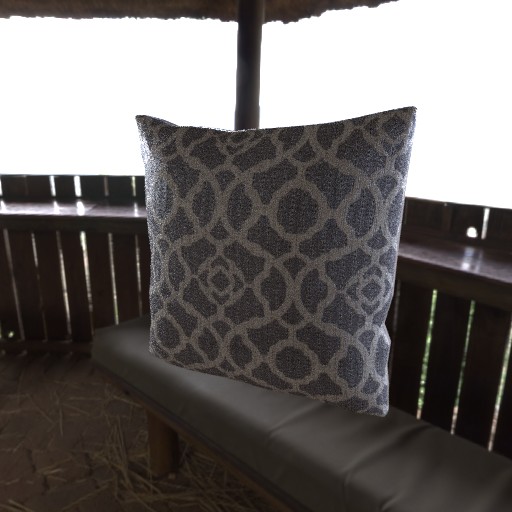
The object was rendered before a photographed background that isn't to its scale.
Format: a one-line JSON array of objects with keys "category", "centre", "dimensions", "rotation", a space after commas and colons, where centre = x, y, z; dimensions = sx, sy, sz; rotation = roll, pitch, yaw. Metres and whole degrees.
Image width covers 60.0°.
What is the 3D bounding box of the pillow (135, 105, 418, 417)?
[{"category": "pillow", "centre": [0.000, 0.000, 0.794], "dimensions": [0.508, 0.498, 0.215], "rotation": [7, 16, 25]}]
